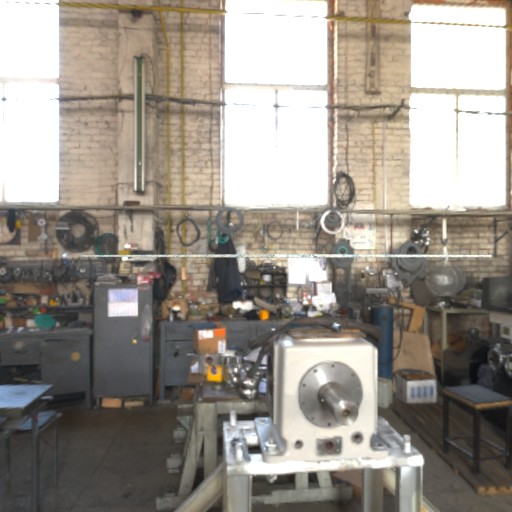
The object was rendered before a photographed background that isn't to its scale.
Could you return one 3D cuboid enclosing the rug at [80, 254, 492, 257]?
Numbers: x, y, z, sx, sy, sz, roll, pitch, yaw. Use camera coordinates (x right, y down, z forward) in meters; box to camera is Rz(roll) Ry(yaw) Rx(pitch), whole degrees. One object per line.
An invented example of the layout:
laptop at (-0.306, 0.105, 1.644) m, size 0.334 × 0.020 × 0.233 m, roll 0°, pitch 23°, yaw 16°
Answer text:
rug at (0.000, 0.000, 2.311) m, size 1.260 × 0.009 × 1.820 m, roll 0°, pitch 0°, yaw -38°
